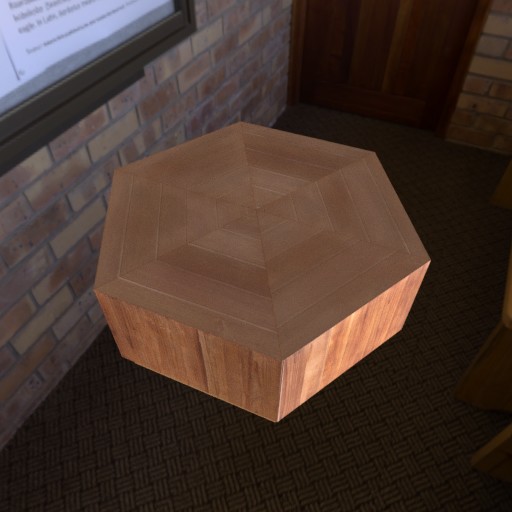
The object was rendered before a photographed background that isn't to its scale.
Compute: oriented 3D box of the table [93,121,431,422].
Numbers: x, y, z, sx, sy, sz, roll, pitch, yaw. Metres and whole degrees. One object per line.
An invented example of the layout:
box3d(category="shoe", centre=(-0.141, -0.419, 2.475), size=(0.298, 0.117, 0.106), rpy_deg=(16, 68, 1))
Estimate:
box3d(category="table", centre=(0.000, 0.000, 1.665), size=(1.000, 0.456, 1.154), rpy_deg=(-5, 47, -4))
